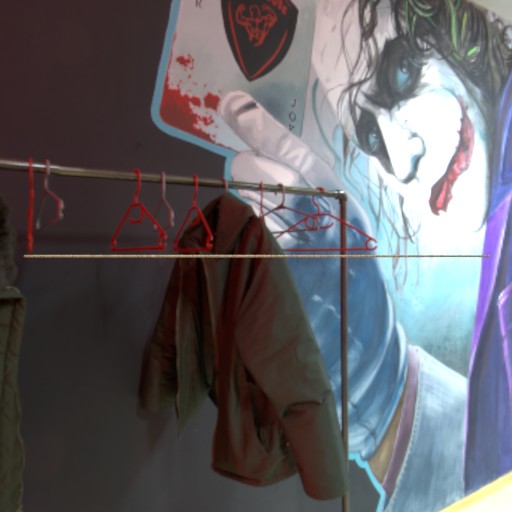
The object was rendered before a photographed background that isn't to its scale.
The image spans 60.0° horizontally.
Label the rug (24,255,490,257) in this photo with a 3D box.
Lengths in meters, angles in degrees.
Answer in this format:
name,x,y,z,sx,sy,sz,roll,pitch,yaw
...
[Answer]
name,x,y,z,sx,sy,sz,roll,pitch,yaw
rug,0.000,0.000,4.245,3.198,0.016,2.425,0,0,-1
